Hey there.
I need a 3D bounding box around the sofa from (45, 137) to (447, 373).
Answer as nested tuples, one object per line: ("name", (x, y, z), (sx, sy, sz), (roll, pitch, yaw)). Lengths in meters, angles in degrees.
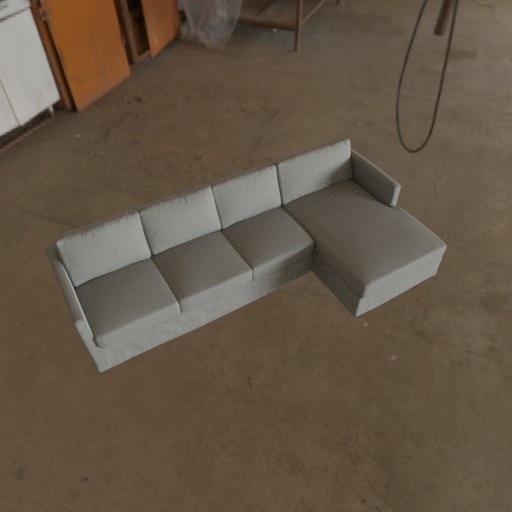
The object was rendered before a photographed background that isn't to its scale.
("sofa", (0.000, 0.000, 3.968), (3.177, 0.867, 1.622), (-23, 50, -21))
